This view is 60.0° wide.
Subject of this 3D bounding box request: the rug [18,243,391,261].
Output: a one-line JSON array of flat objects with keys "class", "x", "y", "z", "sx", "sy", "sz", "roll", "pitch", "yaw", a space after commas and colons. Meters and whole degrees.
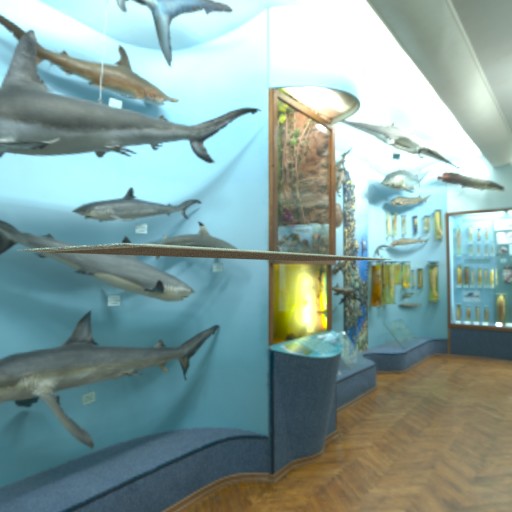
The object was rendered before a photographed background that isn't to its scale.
[{"class": "rug", "x": 0.000, "y": 0.000, "z": 2.671, "sx": 0.774, "sy": 0.011, "sz": 2.449, "roll": -2, "pitch": -2, "yaw": 37}]
